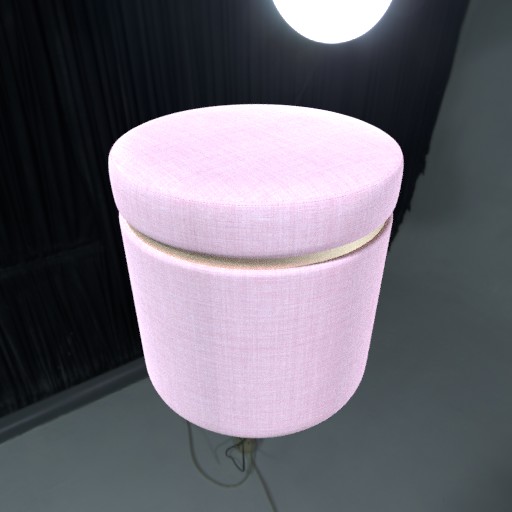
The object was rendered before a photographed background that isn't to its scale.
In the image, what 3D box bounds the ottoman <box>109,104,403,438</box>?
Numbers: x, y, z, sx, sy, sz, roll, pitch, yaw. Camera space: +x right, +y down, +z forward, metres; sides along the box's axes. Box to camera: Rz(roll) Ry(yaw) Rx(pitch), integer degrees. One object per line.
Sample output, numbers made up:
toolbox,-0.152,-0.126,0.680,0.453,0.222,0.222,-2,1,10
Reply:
ottoman,0.000,0.000,0.715,0.400,0.406,0.400,0,32,0
